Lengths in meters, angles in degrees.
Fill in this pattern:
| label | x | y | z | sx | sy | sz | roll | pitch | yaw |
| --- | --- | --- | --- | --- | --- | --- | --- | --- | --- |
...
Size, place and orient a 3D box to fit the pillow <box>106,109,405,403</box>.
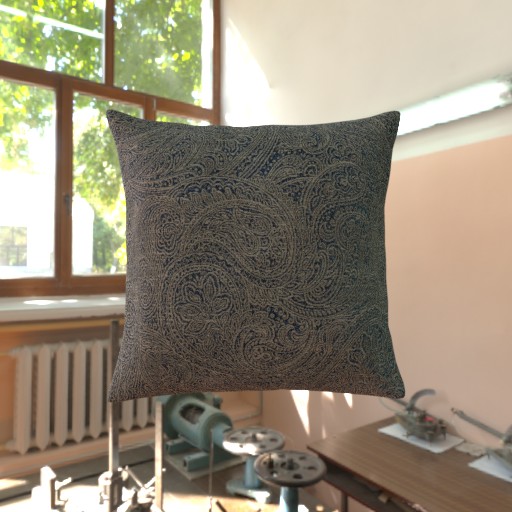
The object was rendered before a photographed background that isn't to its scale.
| label | x | y | z | sx | sy | sz | roll | pitch | yaw |
| --- | --- | --- | --- | --- | --- | --- | --- | --- | --- |
| pillow | 0.000 | 0.000 | 0.776 | 0.523 | 0.510 | 0.166 | 0 | -1 | -1 |
